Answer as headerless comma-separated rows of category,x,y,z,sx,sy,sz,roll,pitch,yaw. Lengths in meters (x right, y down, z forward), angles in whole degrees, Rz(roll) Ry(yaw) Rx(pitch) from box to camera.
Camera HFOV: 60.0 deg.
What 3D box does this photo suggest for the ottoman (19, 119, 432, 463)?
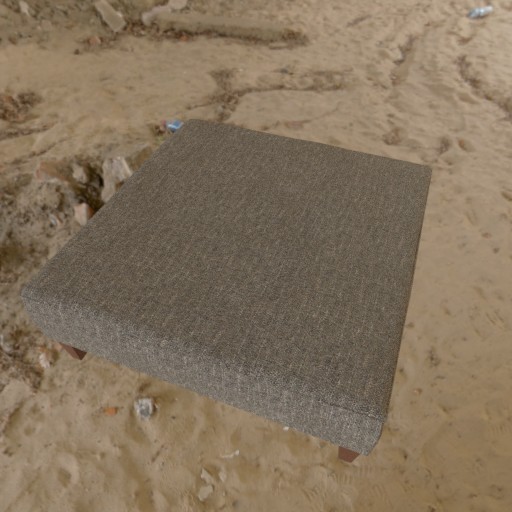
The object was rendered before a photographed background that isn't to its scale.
ottoman,0.000,0.000,1.474,0.981,0.379,1.016,15,48,14
